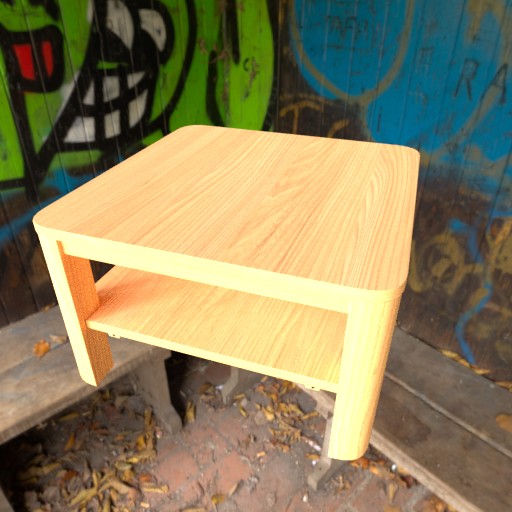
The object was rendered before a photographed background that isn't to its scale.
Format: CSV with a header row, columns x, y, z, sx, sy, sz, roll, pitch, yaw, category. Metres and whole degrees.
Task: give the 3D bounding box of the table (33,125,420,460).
x,y,z,sx,sy,sz,roll,pitch,yaw,category
0.000,0.000,1.207,0.750,0.450,0.750,11,34,16,table
